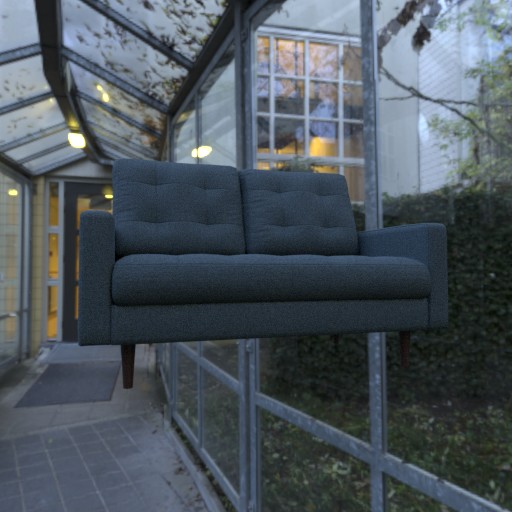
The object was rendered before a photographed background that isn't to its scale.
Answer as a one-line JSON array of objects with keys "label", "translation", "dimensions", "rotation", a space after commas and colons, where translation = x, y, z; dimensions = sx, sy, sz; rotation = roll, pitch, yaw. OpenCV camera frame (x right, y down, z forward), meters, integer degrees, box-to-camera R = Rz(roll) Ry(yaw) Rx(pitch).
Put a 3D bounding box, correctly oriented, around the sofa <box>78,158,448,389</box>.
[{"label": "sofa", "translation": [0.000, 0.000, 1.955], "dimensions": [1.407, 0.907, 0.842], "rotation": [1, -2, -18]}]
